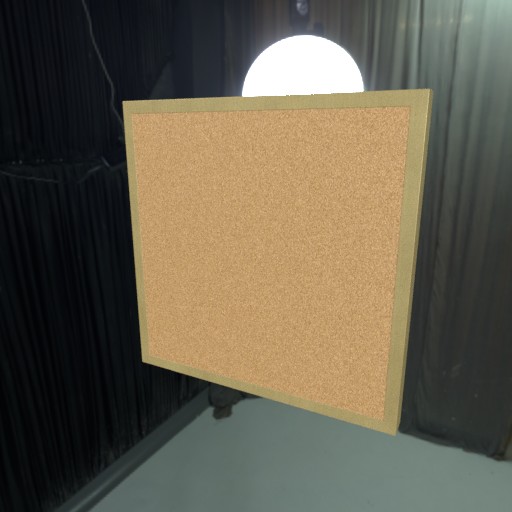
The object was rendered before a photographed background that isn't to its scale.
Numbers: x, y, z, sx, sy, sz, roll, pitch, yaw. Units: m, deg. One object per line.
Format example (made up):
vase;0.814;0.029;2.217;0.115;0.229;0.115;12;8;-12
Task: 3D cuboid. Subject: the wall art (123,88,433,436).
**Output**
wall art;0.000;0.000;0.749;0.508;0.508;0.038;8;17;26
